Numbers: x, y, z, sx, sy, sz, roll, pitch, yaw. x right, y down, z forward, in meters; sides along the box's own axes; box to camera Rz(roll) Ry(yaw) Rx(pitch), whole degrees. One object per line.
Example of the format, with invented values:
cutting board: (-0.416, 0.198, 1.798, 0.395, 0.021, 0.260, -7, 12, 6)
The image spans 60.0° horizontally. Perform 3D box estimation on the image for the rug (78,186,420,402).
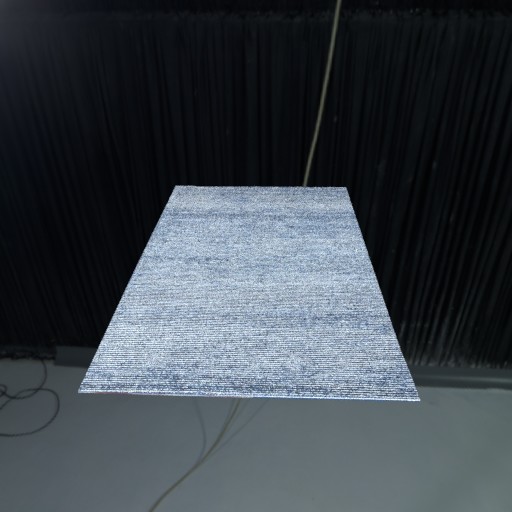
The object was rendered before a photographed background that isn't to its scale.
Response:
rug: (0.000, 0.000, 2.248, 1.159, 0.025, 1.793, 1, 32, 2)
